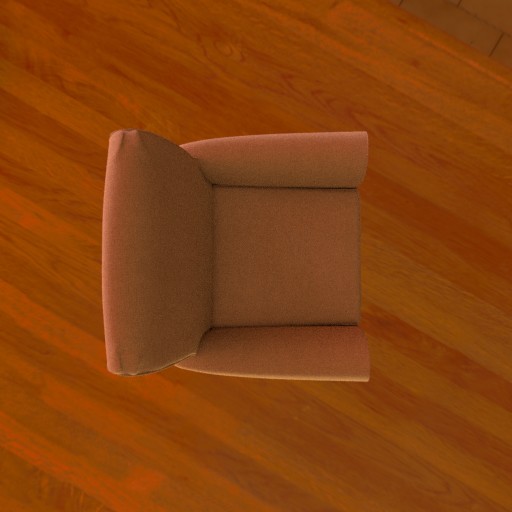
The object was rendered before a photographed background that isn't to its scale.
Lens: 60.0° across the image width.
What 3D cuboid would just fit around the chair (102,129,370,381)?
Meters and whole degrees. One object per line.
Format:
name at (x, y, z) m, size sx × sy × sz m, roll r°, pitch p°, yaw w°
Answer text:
chair at (0.000, 0.000, 1.798) m, size 0.905 × 1.061 × 0.978 m, roll 0°, pitch 88°, yaw 0°
